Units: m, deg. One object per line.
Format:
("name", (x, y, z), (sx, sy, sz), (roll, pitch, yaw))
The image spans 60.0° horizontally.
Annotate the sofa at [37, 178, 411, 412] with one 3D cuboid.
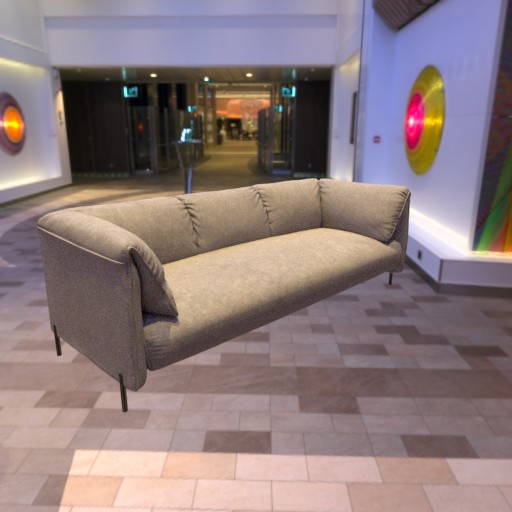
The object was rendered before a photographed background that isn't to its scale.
("sofa", (0.000, 0.000, 2.704), (2.238, 0.758, 0.899), (-15, 22, -43))
